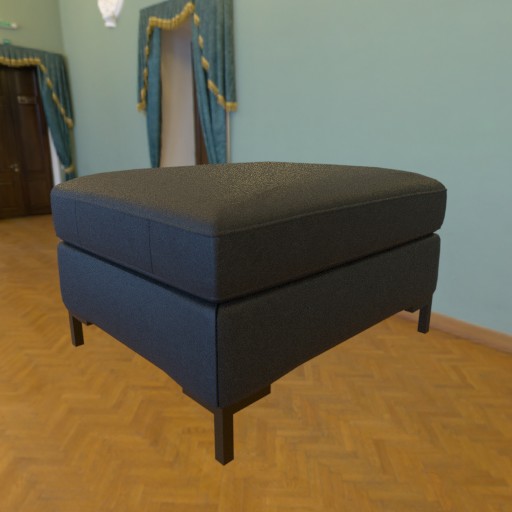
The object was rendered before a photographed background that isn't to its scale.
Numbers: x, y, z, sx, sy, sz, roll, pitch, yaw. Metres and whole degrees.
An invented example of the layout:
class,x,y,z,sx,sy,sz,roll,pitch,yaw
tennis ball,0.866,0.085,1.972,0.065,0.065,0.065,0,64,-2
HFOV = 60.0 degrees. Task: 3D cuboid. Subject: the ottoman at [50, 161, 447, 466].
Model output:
class,x,y,z,sx,sy,sz,roll,pitch,yaw
ottoman,0.000,0.000,1.728,1.187,0.696,0.967,-14,21,-42
